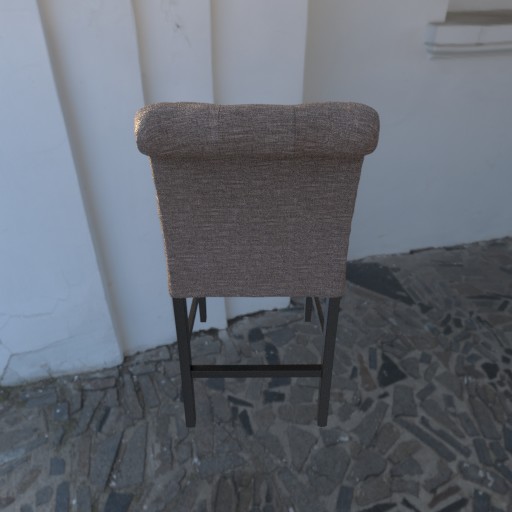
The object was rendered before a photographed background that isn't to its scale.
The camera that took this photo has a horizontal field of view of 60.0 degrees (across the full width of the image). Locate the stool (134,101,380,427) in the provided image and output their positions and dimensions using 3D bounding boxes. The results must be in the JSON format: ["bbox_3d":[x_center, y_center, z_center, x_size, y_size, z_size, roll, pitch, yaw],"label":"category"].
[{"bbox_3d":[0.000,0.000,1.273,0.457,0.970,0.611,0,33,0],"label":"stool"}]
